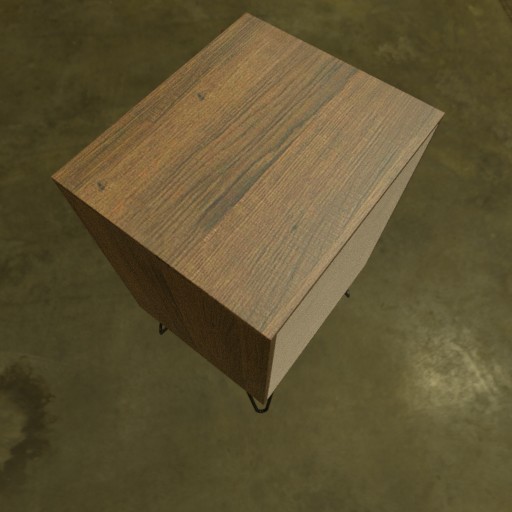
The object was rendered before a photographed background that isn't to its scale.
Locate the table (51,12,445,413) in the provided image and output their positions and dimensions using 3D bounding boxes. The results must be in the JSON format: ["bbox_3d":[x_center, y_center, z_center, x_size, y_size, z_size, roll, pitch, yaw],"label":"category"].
[{"bbox_3d":[0.000,0.000,1.144,0.457,0.866,0.526,35,69,16],"label":"table"}]
